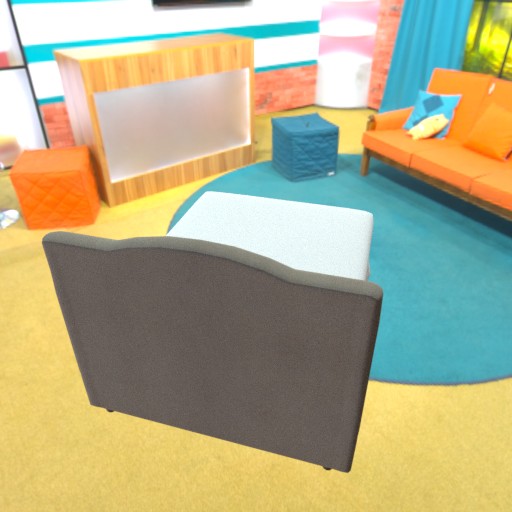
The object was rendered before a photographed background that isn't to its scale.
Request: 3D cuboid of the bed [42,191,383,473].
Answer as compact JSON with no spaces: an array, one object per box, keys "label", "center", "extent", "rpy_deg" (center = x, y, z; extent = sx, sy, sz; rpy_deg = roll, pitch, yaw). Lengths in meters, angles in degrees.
[{"label":"bed","center":[0.000,0.000,3.221],"extent":[1.744,1.441,2.128],"rpy_deg":[9,35,13]}]
